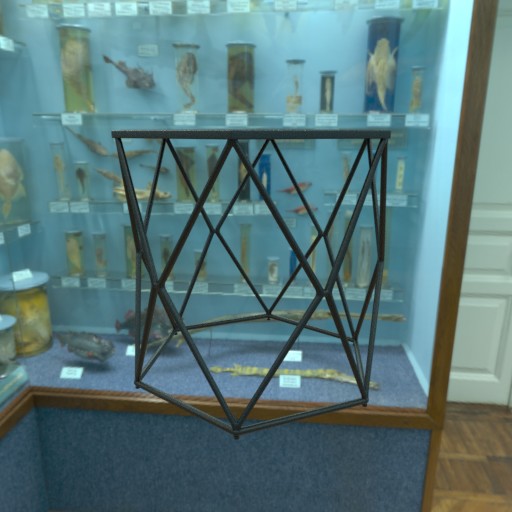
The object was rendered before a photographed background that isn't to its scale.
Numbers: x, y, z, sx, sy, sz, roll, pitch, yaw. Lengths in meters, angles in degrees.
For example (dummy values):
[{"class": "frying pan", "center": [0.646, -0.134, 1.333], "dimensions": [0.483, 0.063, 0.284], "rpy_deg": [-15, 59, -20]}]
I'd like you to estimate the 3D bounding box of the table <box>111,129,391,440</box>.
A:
[{"class": "table", "center": [0.000, 0.000, 1.032], "dimensions": [0.579, 0.564, 0.578], "rpy_deg": [2, 16, 8]}]
